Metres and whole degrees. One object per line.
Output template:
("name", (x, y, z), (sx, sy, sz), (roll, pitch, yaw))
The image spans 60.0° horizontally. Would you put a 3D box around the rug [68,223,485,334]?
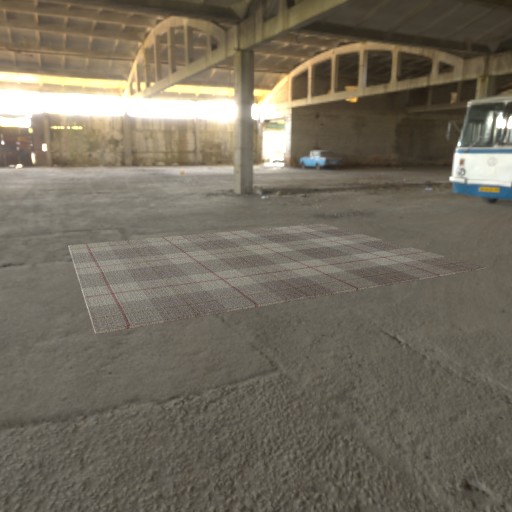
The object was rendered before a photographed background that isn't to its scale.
("rug", (0.000, 0.000, 3.940), (2.959, 0.016, 2.317), (-6, 15, -25))
